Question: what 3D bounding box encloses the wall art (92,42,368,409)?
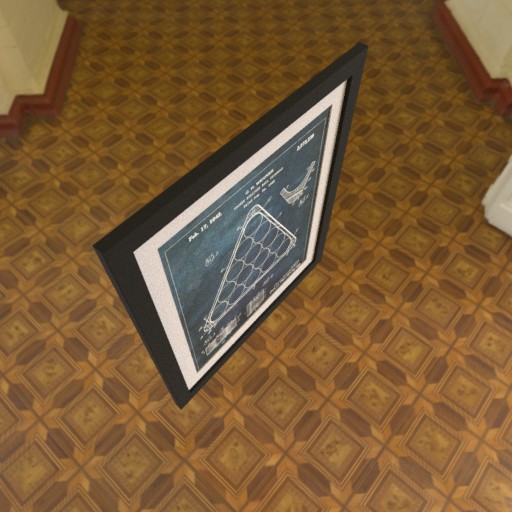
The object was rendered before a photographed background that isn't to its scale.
[{"bbox_3d":[0.000,0.000,0.499,0.010,0.361,0.311,35,63,21],"label":"wall art"}]
